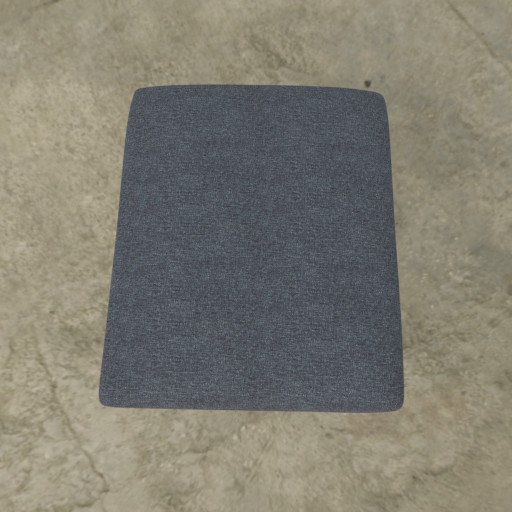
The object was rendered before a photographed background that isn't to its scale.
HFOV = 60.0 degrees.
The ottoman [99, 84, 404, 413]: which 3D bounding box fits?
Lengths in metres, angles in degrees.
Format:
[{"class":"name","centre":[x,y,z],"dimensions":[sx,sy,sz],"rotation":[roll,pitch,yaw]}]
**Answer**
[{"class":"ottoman","centre":[0.000,0.000,1.279],"dimensions":[0.695,0.533,0.831],"rotation":[1,74,0]}]
